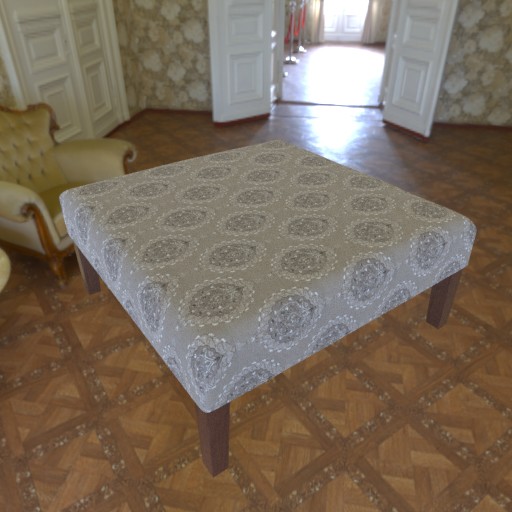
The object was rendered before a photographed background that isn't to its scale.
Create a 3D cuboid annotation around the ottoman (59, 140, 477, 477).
[{"bbox_3d":[0.000,0.000,1.386,0.890,0.411,0.889,-21,38,-30],"label":"ottoman"}]
